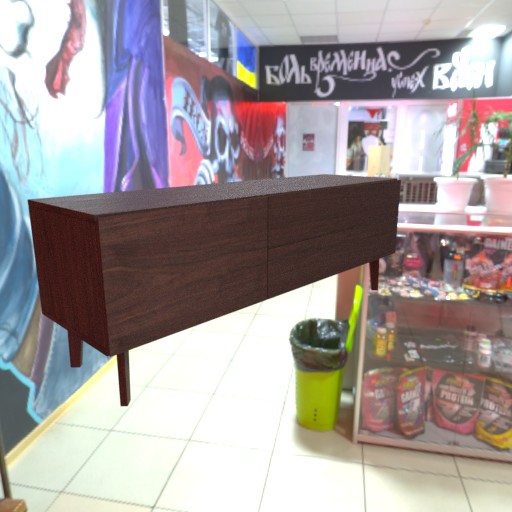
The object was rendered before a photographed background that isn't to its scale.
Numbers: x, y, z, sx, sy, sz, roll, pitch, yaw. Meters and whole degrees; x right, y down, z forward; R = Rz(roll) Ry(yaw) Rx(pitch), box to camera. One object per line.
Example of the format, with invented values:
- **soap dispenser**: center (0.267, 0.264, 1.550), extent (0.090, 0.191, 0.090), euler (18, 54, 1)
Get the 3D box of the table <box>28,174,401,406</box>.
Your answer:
- **table**: center (0.000, 0.000, 1.636), extent (0.405, 0.508, 1.397), euler (13, 20, 42)
